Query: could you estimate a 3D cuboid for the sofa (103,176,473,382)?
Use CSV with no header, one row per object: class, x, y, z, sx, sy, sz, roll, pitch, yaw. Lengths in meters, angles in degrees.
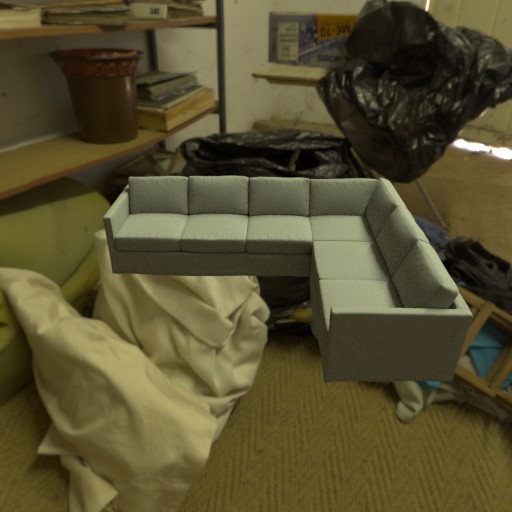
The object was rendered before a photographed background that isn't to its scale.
sofa,0.000,0.000,4.352,3.182,0.871,2.432,1,31,2
